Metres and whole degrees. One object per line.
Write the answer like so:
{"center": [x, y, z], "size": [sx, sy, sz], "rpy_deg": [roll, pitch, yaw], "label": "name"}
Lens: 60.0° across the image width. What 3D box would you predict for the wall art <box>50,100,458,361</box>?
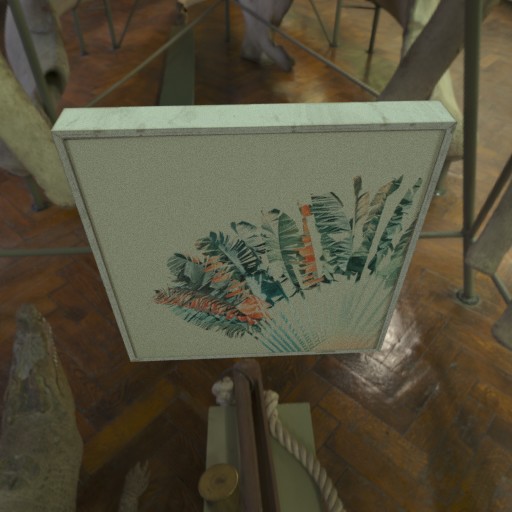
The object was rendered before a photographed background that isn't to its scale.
{"center": [0.000, 0.000, 0.449], "size": [0.305, 0.303, 0.038], "rpy_deg": [-2, 44, -2], "label": "wall art"}
